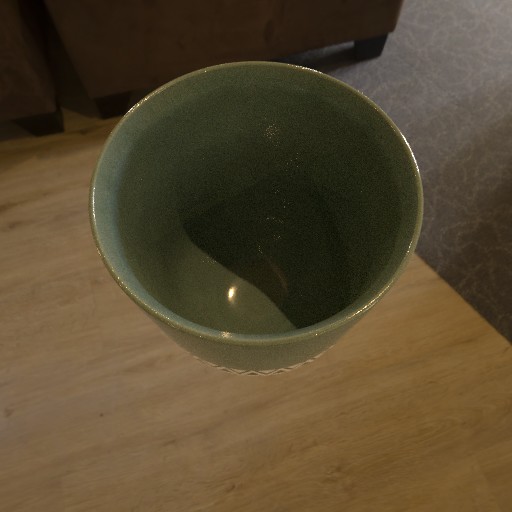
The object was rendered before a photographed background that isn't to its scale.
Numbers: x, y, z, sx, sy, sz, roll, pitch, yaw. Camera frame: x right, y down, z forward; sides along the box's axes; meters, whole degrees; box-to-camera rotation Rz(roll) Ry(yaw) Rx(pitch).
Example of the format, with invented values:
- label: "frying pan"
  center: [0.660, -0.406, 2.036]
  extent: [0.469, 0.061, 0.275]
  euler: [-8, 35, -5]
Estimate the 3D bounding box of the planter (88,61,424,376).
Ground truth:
- label: "planter"
  center: [0.000, 0.000, 0.361]
  extent: [0.198, 0.214, 0.198]
  euler: [0, 65, 0]
